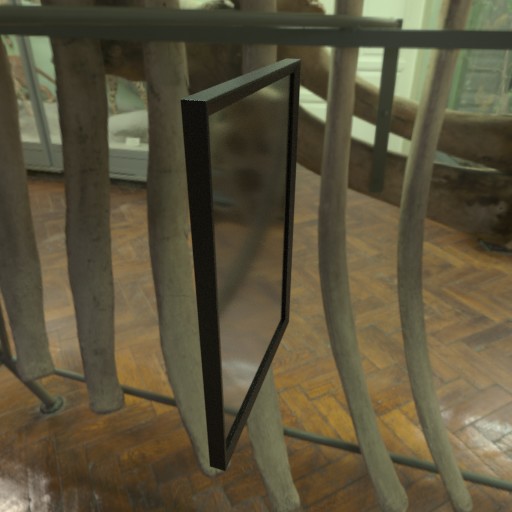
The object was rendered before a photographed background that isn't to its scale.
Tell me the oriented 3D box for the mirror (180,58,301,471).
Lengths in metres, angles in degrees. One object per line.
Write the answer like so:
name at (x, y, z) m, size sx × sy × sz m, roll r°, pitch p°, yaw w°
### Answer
mirror at (0.000, 0.000, 0.926) m, size 0.039 × 0.710 × 0.507 m, roll 9°, pitch 31°, yaw 16°
